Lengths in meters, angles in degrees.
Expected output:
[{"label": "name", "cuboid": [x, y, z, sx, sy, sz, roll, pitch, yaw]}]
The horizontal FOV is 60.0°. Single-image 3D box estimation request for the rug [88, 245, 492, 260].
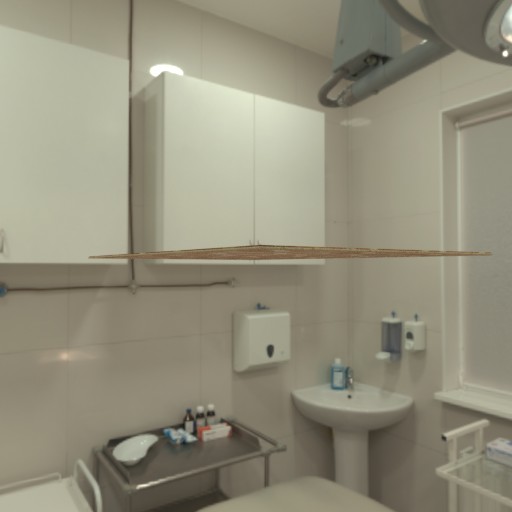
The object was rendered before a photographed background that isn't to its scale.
[{"label": "rug", "cuboid": [0.000, 0.000, 2.910, 1.555, 0.016, 2.286, 1, -2, -35]}]
